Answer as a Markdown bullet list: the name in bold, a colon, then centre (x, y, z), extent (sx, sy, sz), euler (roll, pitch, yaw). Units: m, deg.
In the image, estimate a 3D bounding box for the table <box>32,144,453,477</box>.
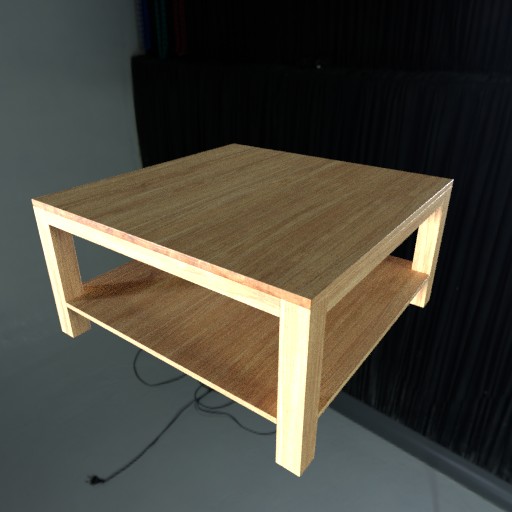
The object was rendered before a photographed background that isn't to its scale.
- **table**: centre (0.000, 0.000, 1.426), extent (0.900, 0.450, 0.900), euler (18, 31, 32)
